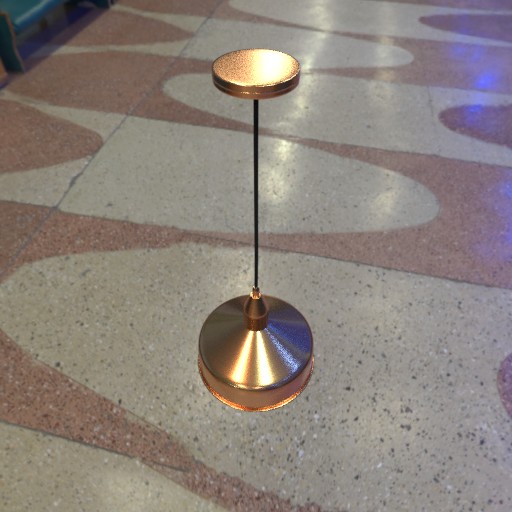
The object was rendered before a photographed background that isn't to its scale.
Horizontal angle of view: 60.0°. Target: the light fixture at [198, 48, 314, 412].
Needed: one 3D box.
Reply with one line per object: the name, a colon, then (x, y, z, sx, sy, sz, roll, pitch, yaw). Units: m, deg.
light fixture: (0.000, 0.000, 0.883, 0.301, 0.754, 0.301, 10, 47, 10)
